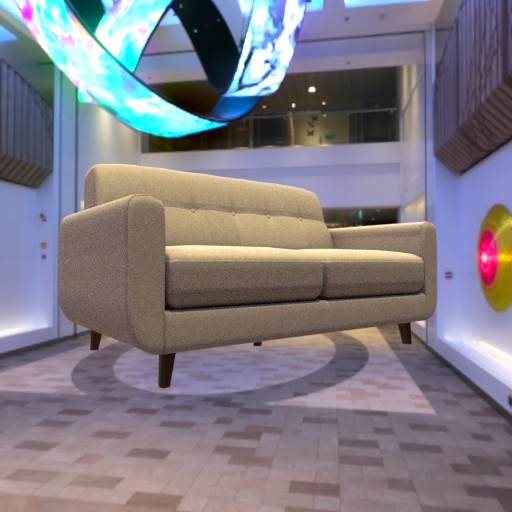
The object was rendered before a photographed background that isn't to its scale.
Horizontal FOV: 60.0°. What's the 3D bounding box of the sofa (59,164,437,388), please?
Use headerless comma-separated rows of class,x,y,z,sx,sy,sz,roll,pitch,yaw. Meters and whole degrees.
sofa,0.000,0.000,2.206,1.655,0.892,0.980,1,-1,-36
